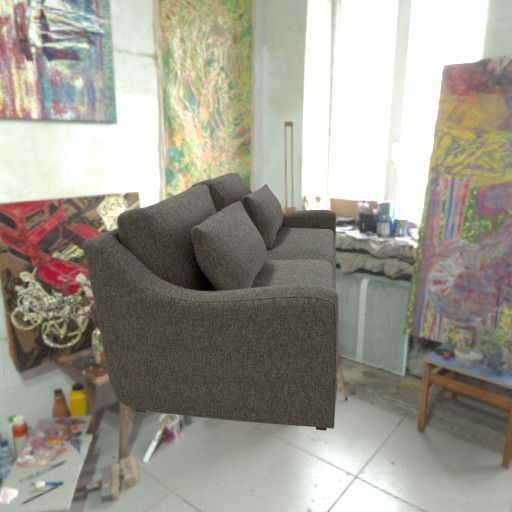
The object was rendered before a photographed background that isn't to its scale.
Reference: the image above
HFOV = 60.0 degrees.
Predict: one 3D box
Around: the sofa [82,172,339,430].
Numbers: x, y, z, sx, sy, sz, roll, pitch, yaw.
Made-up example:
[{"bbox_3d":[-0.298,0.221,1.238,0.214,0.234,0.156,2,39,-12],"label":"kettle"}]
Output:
[{"bbox_3d":[0.000,0.000,3.002,1.103,0.998,2.418,2,15,9],"label":"sofa"}]
